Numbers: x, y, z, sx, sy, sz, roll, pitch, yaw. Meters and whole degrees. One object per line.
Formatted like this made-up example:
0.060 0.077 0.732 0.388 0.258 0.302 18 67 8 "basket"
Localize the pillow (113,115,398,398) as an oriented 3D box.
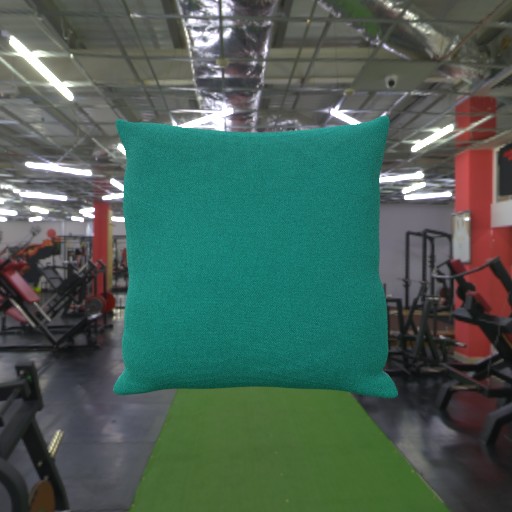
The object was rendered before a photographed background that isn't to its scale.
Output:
0.000 0.000 0.694 0.440 0.441 0.182 0 0 -1 "pillow"
